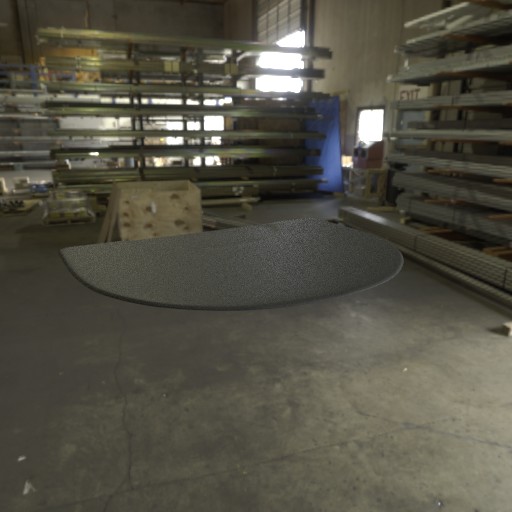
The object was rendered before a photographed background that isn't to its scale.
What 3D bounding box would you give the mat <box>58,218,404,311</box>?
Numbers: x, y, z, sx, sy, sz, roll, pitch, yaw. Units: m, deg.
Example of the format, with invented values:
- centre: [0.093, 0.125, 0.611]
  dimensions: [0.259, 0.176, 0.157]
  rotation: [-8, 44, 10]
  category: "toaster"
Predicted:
- centre: [0.000, 0.000, 1.600]
  dimensions: [1.220, 0.016, 0.917]
  rotation: [-9, 18, -29]
  category: "mat"
